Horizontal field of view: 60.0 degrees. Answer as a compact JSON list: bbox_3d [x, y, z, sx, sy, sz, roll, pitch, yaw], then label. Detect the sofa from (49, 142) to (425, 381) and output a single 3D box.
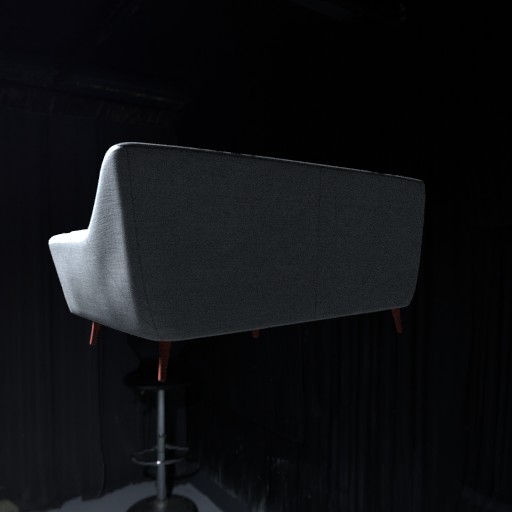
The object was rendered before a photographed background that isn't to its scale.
[{"bbox_3d":[0.000,0.000,2.421,1.930,0.897,0.976,-2,3,-36],"label":"sofa"}]
